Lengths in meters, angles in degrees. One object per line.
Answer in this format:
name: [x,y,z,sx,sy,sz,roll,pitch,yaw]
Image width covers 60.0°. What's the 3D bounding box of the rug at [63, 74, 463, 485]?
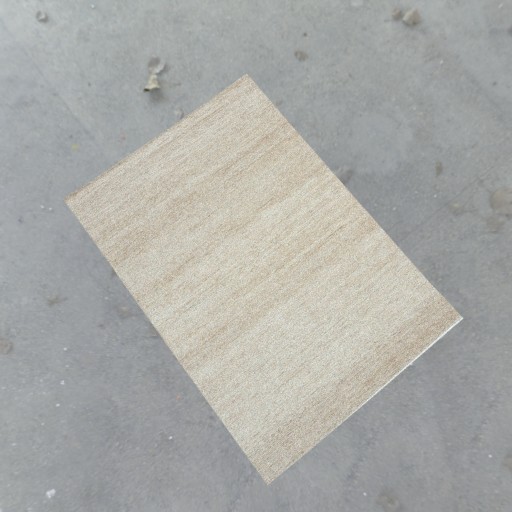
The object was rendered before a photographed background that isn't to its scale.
rug: [0.000,0.000,2.931,1.596,0.030,2.283,-37,79,-9]
